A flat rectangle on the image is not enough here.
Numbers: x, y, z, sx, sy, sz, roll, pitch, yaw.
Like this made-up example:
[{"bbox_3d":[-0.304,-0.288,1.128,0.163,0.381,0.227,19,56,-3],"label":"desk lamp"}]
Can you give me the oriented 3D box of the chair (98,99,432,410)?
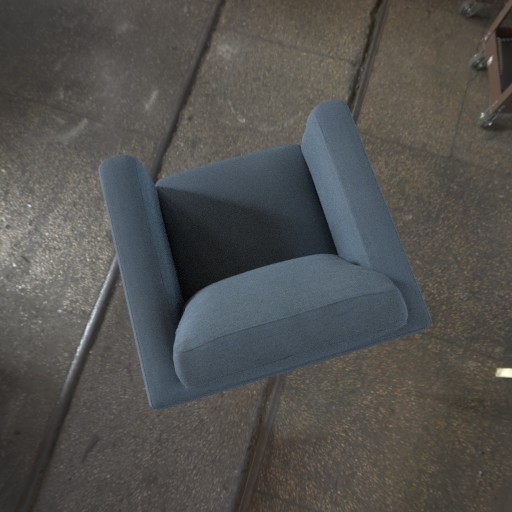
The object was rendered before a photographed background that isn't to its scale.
[{"bbox_3d":[0.000,0.000,1.573,0.855,0.922,0.820,-16,76,-4],"label":"chair"}]
